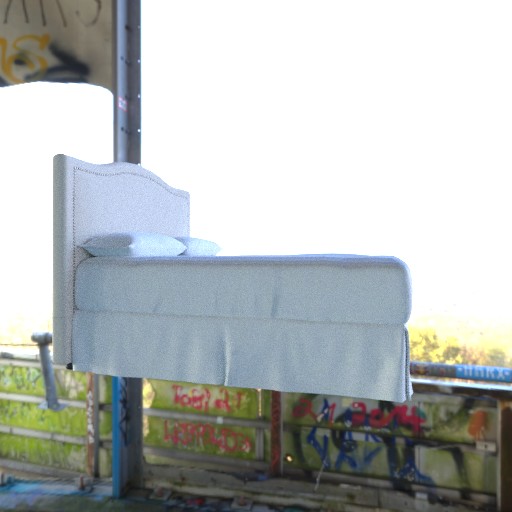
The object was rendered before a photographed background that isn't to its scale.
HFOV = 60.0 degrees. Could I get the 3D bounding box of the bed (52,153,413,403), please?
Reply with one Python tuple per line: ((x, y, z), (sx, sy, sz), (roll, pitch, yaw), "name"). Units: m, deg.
((0.000, 0.000, 3.266), (2.143, 1.460, 1.753), (0, 0, 18), "bed")
